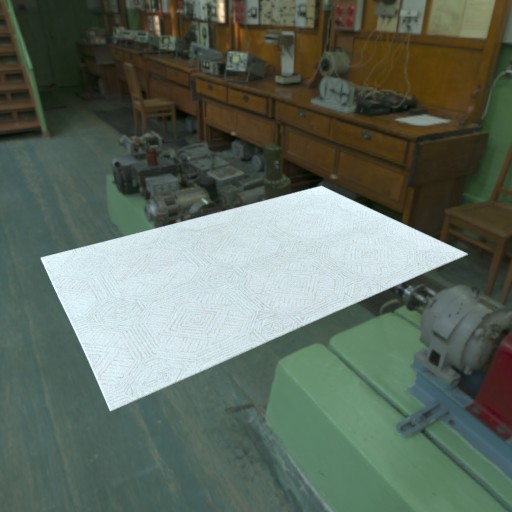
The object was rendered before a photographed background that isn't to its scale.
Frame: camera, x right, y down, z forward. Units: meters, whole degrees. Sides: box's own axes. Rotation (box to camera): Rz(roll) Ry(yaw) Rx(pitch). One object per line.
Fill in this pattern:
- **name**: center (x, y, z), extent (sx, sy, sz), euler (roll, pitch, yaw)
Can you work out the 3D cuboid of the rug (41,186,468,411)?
- **rug**: center (0.000, 0.000, 2.982), extent (2.440, 0.008, 1.524), euler (-18, 34, -28)
